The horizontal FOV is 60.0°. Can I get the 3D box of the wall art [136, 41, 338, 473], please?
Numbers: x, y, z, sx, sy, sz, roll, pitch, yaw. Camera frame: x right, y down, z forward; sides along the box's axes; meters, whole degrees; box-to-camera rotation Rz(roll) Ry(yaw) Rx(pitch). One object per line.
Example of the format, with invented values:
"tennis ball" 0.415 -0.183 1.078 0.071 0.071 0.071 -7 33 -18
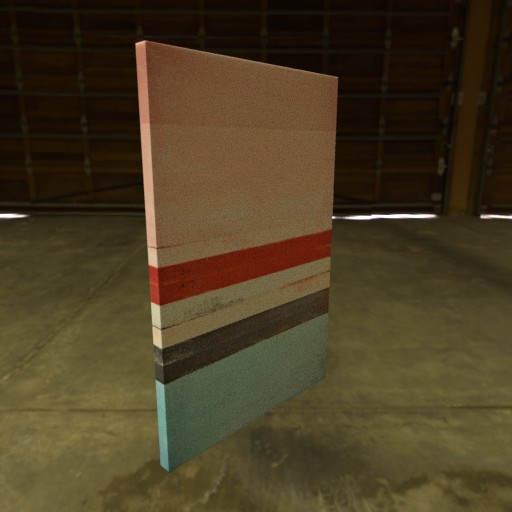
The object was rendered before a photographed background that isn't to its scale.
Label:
"wall art" 0.000 0.000 1.133 0.038 0.914 0.610 13 19 43
